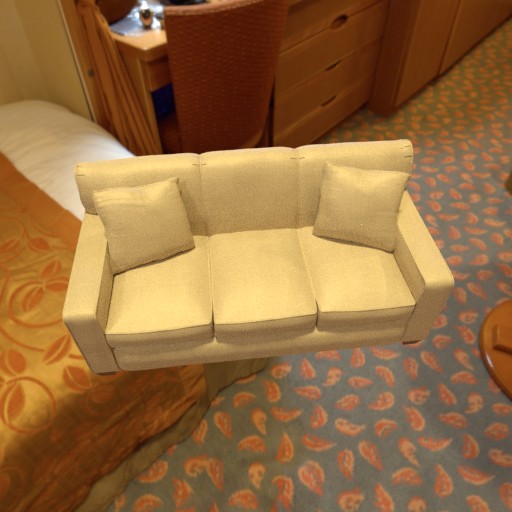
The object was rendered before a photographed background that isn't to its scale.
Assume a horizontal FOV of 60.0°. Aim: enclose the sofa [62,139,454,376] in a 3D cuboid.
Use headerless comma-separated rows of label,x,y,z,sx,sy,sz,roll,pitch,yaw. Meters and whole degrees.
sofa,0.000,0.000,2.654,2.024,0.958,0.997,-5,47,-4
